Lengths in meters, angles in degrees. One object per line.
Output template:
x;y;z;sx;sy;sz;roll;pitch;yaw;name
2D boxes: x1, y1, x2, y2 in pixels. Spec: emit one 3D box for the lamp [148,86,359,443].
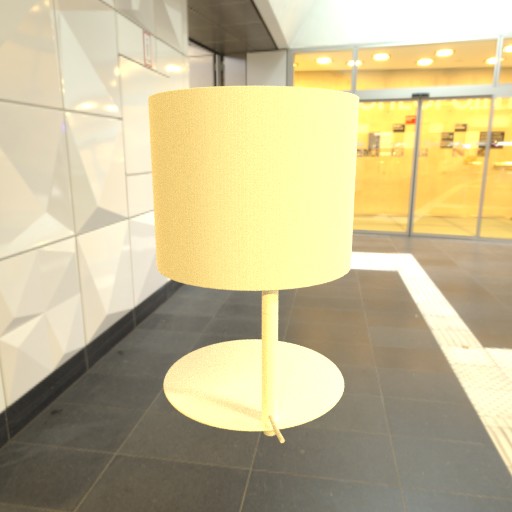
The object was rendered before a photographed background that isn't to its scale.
0.000;0.000;0.678;0.299;0.454;0.341;-2;13;-10;lamp
